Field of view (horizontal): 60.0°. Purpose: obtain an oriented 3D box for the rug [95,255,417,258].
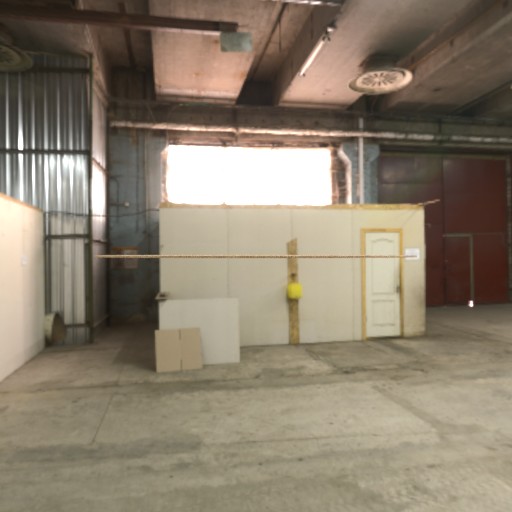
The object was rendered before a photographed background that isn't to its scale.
[{"bbox_3d":[0.000,0.000,3.575,2.444,0.015,2.444,0,0,0],"label":"rug"}]
